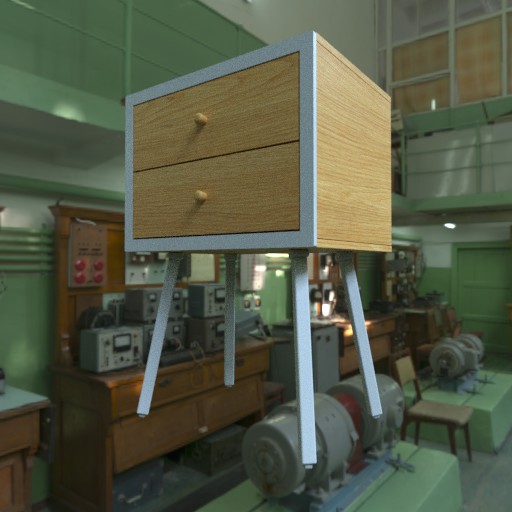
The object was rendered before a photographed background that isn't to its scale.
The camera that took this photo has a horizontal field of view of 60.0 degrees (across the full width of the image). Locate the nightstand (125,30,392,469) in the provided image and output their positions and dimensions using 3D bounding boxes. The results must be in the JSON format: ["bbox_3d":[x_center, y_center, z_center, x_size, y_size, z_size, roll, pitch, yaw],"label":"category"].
[{"bbox_3d":[0.000,0.000,0.824,0.400,0.601,0.316,-1,-1,36],"label":"nightstand"}]
